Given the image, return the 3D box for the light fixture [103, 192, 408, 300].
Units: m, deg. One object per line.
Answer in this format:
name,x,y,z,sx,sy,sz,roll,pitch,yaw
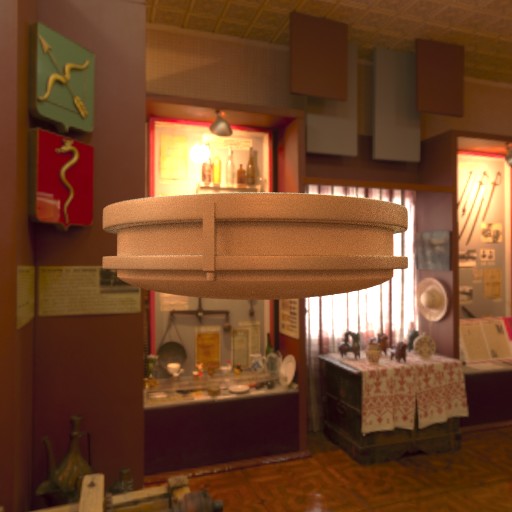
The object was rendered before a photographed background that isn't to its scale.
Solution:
light fixture,0.000,0.000,0.544,0.356,0.102,0.356,0,-1,0
